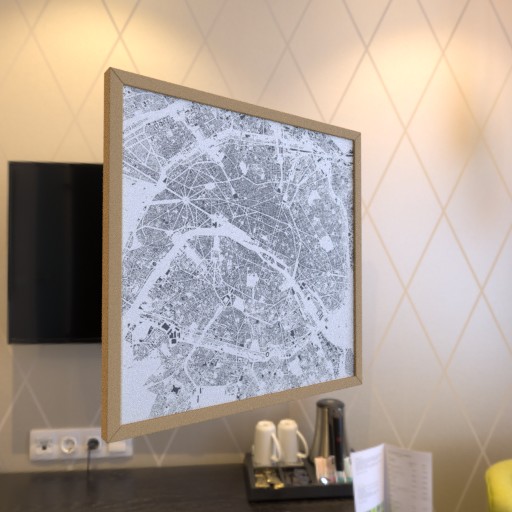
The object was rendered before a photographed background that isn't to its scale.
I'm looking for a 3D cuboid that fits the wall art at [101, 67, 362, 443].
[{"bbox_3d":[0.000,0.000,1.131,0.761,0.761,0.037,1,-2,-36],"label":"wall art"}]
